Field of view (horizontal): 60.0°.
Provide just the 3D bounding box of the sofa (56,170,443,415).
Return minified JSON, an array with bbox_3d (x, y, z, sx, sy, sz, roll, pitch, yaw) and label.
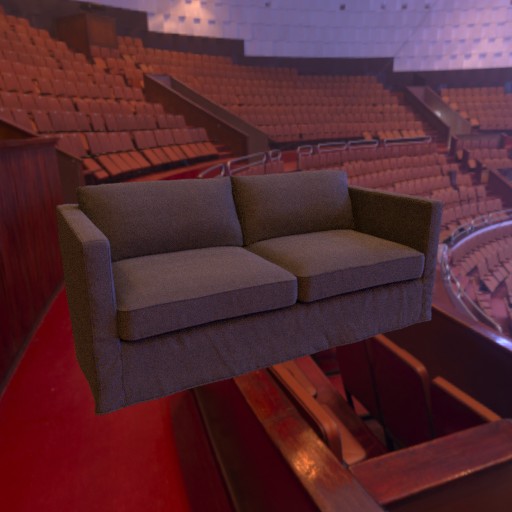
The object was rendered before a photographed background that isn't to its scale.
[{"bbox_3d":[0.000,0.000,2.511,1.982,0.855,0.953,-9,18,-27],"label":"sofa"}]
